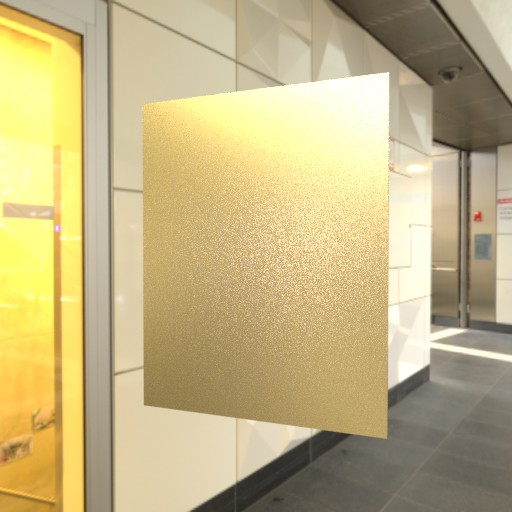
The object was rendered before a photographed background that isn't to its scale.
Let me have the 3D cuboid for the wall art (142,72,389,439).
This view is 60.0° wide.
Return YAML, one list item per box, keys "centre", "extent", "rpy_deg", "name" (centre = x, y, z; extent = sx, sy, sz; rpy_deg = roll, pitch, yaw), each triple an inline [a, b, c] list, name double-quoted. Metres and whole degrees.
- centre: [0.000, 0.000, 0.775]
  extent: [0.444, 0.569, 0.025]
  rpy_deg: [0, 1, 20]
  name: "wall art"
